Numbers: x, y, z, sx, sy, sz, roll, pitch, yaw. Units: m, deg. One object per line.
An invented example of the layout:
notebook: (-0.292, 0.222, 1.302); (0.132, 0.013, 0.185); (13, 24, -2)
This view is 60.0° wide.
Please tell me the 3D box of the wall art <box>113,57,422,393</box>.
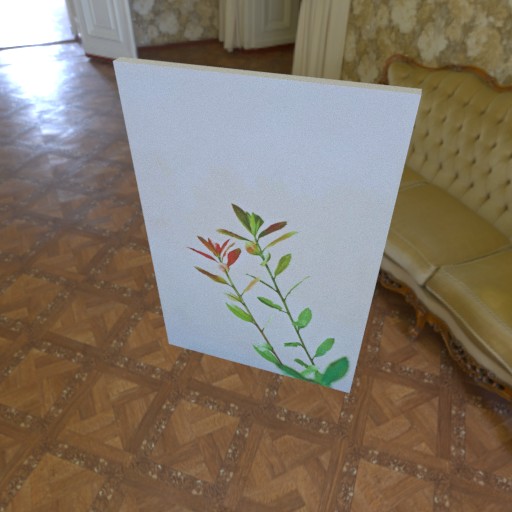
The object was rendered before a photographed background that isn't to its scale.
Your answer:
wall art: (0.000, 0.000, 1.432); (0.764, 1.143, 0.038); (12, 42, 14)
